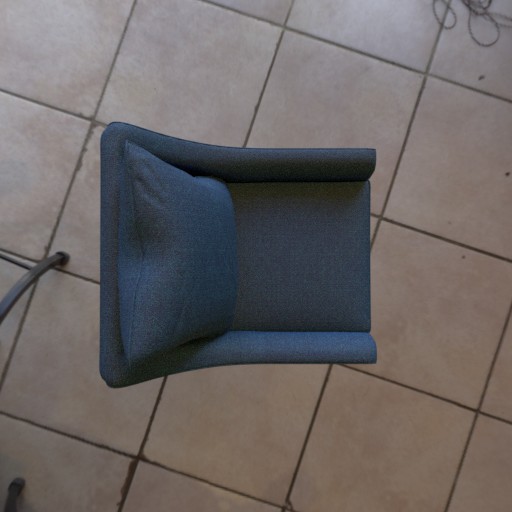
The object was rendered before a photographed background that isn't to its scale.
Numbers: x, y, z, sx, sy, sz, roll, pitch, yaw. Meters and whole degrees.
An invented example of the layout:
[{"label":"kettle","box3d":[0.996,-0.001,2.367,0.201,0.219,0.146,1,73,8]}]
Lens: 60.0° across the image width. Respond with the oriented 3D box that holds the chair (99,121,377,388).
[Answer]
[{"label":"chair","box3d":[0.000,0.000,1.583,0.870,0.939,0.750,0,89,0]}]
